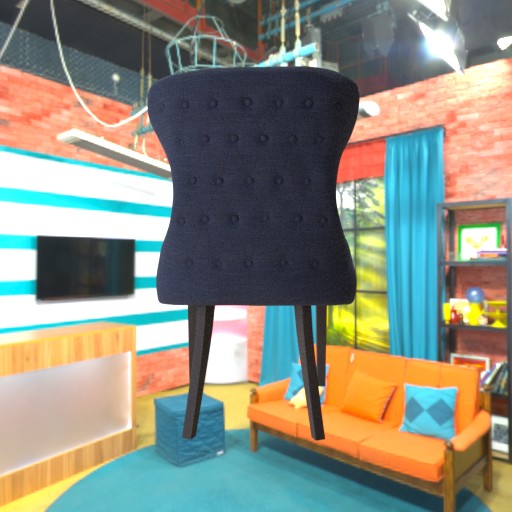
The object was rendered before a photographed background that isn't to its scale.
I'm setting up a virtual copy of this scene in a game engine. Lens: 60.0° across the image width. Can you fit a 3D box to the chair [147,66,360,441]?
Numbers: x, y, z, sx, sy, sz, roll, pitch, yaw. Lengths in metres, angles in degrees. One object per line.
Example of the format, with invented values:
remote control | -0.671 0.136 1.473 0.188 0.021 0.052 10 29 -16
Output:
chair | 0.000 0.000 1.400 0.628 0.967 0.635 0 -1 1
